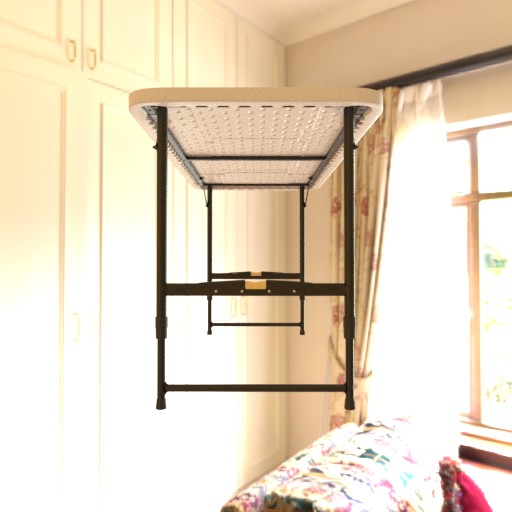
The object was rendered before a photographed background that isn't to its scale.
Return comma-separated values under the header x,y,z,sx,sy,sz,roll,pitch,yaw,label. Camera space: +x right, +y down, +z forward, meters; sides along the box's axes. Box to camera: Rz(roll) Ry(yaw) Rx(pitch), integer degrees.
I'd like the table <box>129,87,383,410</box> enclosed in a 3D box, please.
x,y,z,sx,sy,sz,roll,pitch,yaw,label
0.000,0.000,1.590,0.610,0.737,1.219,0,-1,0,table
